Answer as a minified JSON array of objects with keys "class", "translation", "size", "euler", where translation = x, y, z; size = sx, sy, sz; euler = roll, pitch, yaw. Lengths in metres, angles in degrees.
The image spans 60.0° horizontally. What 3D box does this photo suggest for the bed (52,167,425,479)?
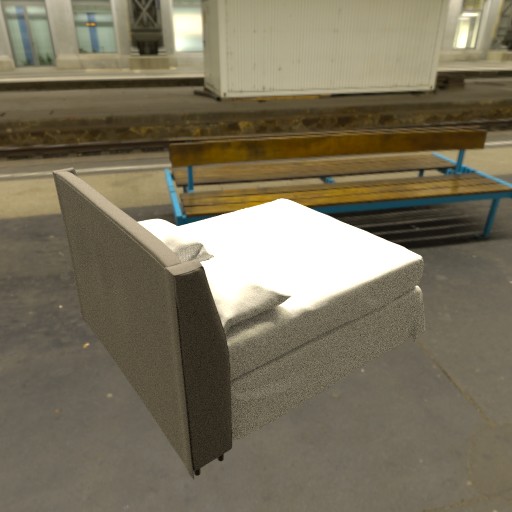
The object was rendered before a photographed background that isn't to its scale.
[{"class":"bed","translation":[0.000,0.000,3.388],"size":[2.276,1.332,1.925],"euler":[-19,33,-32]}]
